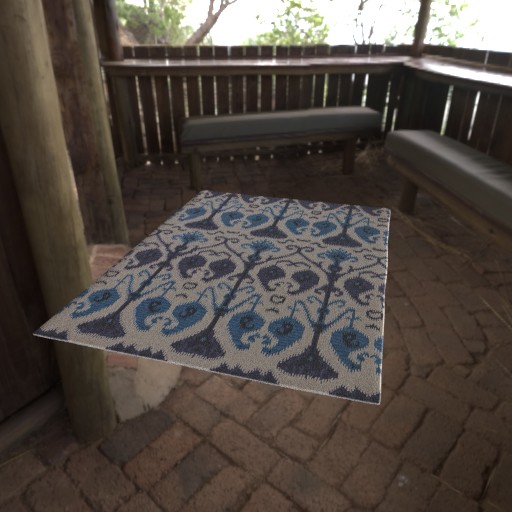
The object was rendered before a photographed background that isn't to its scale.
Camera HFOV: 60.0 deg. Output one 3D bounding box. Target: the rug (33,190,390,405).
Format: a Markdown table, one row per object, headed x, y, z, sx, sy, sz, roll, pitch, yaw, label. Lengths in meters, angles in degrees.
| x | y | z | sx | sy | sz | roll | pitch | yaw | label |
| --- | --- | --- | --- | --- | --- | --- | --- | --- | --- |
| 0.000 | 0.000 | 4.266 | 2.443 | 0.024 | 3.228 | 8 | 29 | 14 | rug |
